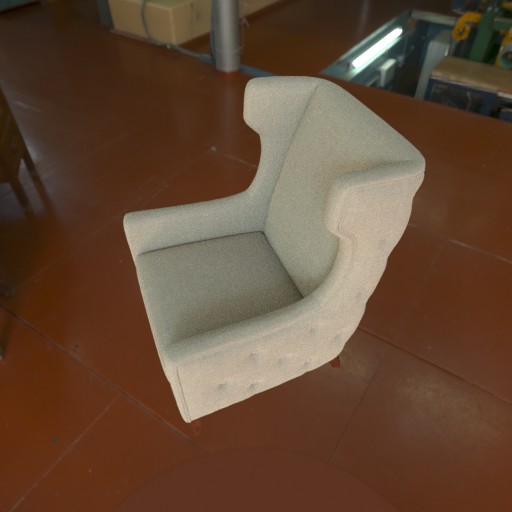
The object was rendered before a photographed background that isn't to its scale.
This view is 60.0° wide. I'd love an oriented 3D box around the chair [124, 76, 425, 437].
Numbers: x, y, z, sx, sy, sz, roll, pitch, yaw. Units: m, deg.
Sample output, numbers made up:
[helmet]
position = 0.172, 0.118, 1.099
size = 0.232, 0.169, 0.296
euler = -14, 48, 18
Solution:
[chair]
position = 0.000, 0.000, 1.710
size = 0.899, 1.079, 0.778
euler = -16, 47, -15
